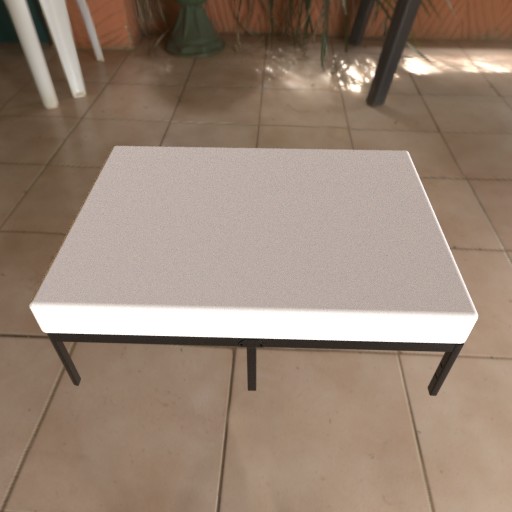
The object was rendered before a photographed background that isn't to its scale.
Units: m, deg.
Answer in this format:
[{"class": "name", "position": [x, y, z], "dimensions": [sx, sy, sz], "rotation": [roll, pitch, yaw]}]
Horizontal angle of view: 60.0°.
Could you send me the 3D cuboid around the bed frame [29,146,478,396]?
[{"class": "bed frame", "position": [0.000, 0.000, 2.634], "dimensions": [1.956, 0.659, 1.408], "rotation": [1, 43, 1]}]
